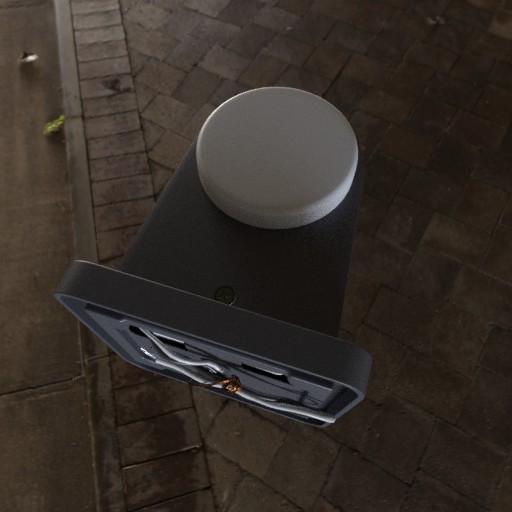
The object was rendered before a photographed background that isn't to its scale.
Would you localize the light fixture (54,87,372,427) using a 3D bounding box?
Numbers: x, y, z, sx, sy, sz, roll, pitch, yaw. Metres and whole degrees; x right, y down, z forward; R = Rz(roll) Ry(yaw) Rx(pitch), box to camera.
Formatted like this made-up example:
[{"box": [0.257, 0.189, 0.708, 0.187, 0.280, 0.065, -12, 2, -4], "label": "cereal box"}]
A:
[{"box": [0.000, 0.000, 0.209, 0.109, 0.109, 0.132, 16, 65, 8], "label": "light fixture"}]
